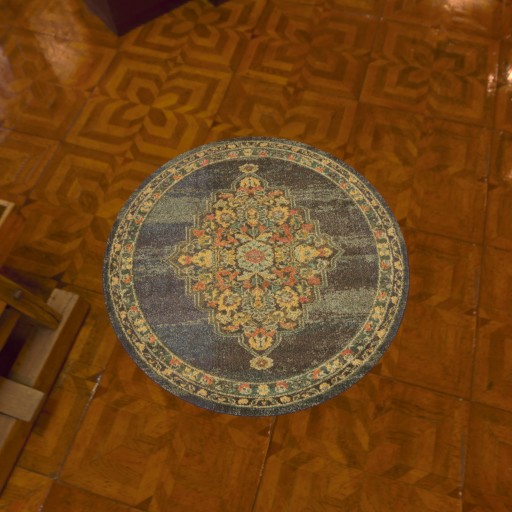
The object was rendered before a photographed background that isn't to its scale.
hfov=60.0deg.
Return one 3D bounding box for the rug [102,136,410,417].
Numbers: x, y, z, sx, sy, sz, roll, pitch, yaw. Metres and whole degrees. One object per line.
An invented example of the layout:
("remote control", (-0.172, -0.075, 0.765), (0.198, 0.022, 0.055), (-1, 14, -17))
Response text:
("rug", (0.000, 0.000, 2.318), (1.591, 0.010, 1.591), (0, 64, 0))
